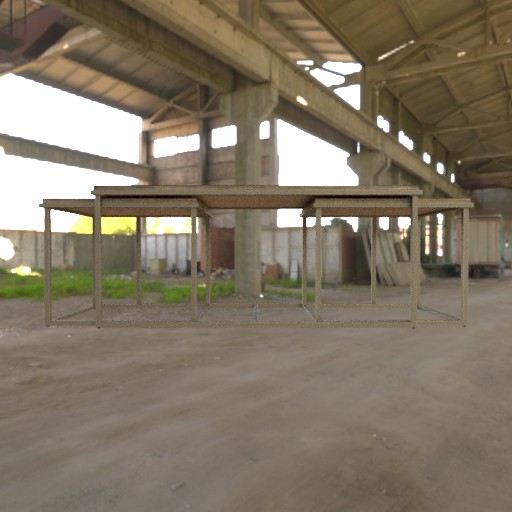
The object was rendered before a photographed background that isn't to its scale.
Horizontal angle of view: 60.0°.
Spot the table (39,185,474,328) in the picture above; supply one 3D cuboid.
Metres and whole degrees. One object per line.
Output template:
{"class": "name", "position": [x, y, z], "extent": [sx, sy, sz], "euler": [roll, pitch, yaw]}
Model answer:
{"class": "table", "position": [0.000, 0.000, 1.554], "extent": [1.312, 0.427, 0.489], "euler": [0, 1, 0]}
